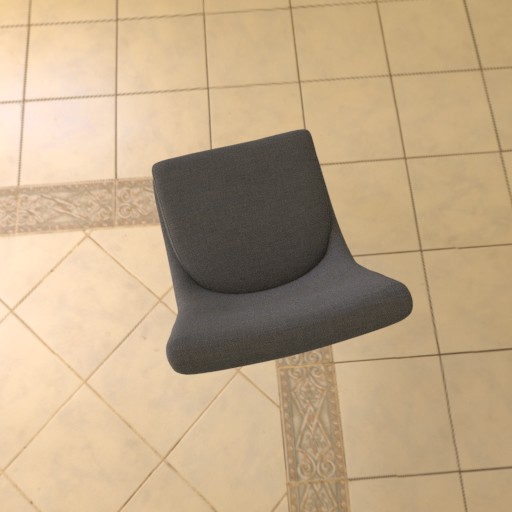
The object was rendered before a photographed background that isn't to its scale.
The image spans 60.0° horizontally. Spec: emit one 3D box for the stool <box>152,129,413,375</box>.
[{"bbox_3d":[0.000,0.000,1.240,0.470,0.981,0.577,-14,76,-3],"label":"stool"}]
